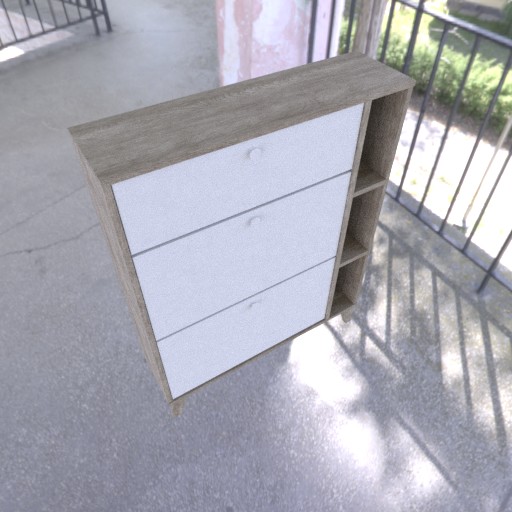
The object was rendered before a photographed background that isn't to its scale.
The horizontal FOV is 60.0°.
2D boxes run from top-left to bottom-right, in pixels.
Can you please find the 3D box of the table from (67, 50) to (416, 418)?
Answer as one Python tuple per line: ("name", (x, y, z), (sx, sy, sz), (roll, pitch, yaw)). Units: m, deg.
("table", (0.000, 0.000, 1.553), (0.902, 1.135, 0.256), (-24, 50, -21))
